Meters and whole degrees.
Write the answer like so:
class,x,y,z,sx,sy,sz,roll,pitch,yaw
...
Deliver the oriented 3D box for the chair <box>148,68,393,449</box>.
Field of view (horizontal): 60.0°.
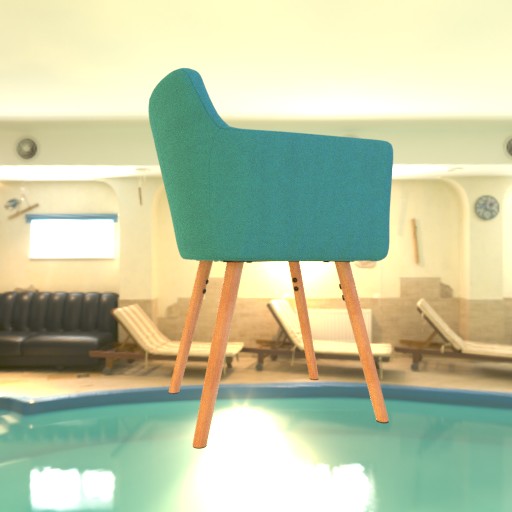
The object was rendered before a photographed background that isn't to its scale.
class,x,y,z,sx,sy,sz,roll,pitch,yaw
chair,0.000,0.000,1.149,0.540,0.780,0.570,0,0,-18
